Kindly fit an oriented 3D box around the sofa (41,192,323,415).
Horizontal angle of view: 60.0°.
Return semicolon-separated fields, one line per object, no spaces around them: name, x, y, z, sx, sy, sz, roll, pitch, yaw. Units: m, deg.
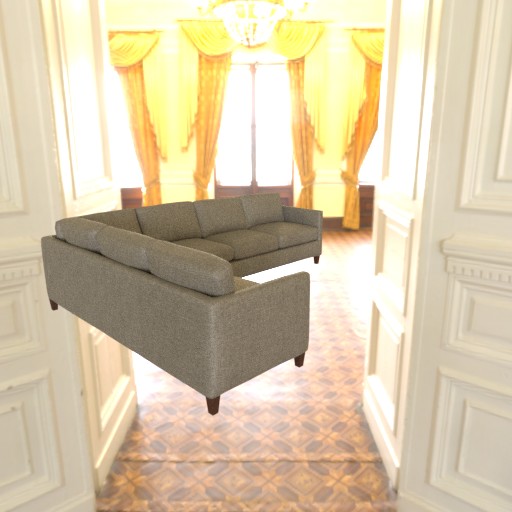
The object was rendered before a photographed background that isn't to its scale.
sofa;0.000;0.000;4.521;2.593;0.947;3.302;14;20;43
